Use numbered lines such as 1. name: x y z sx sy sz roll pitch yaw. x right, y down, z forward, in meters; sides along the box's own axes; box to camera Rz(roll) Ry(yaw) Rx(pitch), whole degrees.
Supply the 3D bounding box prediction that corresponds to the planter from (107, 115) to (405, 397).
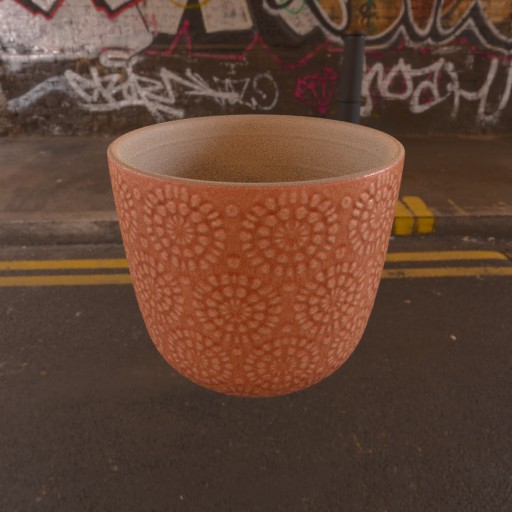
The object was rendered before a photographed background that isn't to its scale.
1. planter: 0.000 0.000 0.365 0.208 0.190 0.208 0 27 0
